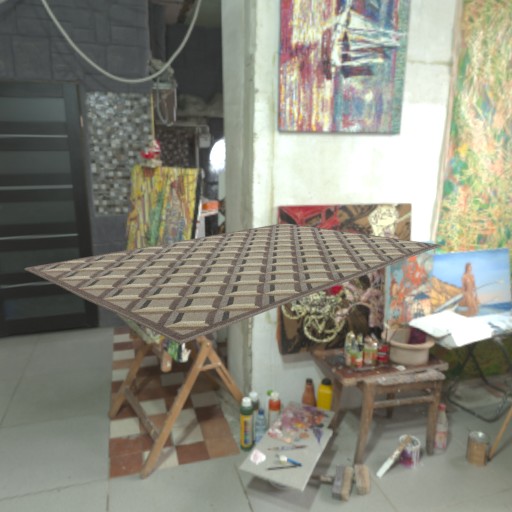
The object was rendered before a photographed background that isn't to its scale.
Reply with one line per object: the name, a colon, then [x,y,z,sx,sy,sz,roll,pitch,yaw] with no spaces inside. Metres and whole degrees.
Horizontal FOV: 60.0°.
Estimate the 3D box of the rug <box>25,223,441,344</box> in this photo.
rug: [0.000,0.000,2.069,1.066,0.011,1.677,12,18,42]
